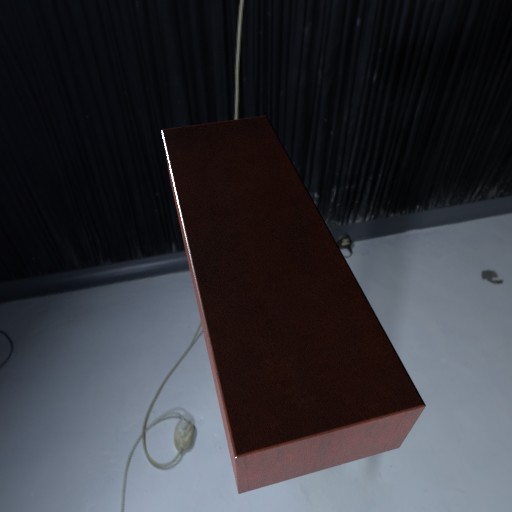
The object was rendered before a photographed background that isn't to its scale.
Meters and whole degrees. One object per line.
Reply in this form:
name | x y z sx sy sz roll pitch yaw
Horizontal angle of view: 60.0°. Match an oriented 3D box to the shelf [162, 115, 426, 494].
shelf | 0.000 0.000 0.515 0.152 0.088 0.457 -11 48 -10
